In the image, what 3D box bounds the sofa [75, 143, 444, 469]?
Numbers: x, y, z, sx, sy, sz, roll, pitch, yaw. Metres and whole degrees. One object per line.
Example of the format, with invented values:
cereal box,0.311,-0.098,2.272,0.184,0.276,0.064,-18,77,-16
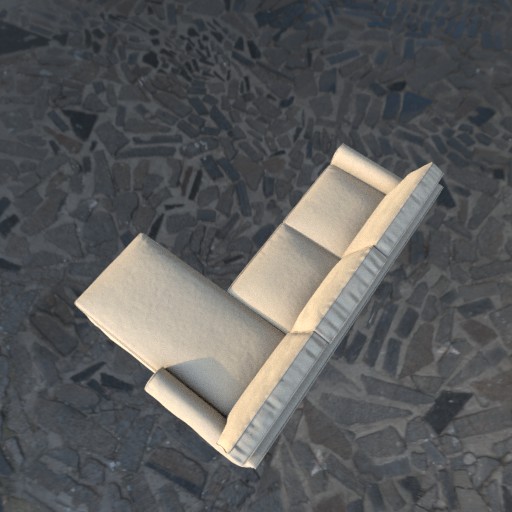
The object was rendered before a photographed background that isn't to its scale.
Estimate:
sofa,0.000,0.000,3.379,1.733,0.978,2.475,34,70,14
